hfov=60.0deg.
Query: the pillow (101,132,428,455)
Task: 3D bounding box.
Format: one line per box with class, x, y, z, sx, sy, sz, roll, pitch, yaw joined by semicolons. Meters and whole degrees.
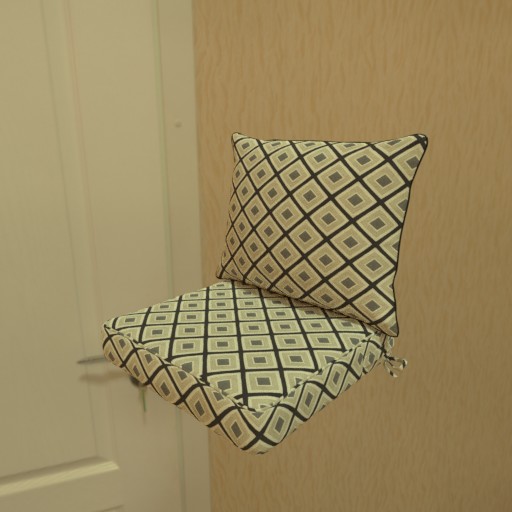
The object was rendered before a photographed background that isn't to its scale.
pillow;0.000;0.000;1.355;0.798;0.722;0.733;15;22;41
